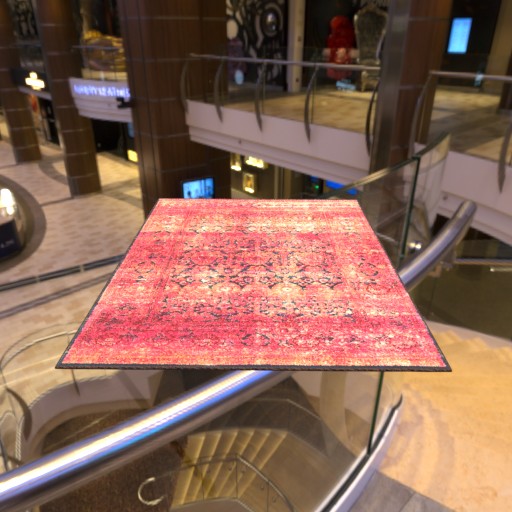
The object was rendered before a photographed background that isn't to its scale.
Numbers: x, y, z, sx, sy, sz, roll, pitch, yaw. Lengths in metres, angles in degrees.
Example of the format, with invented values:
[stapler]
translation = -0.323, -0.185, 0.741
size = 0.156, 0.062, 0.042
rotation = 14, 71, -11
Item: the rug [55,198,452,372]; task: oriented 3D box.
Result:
[rug]
translation = 0.000, 0.000, 4.026
size = 2.411, 0.020, 3.032
rotation = 0, 27, 1
